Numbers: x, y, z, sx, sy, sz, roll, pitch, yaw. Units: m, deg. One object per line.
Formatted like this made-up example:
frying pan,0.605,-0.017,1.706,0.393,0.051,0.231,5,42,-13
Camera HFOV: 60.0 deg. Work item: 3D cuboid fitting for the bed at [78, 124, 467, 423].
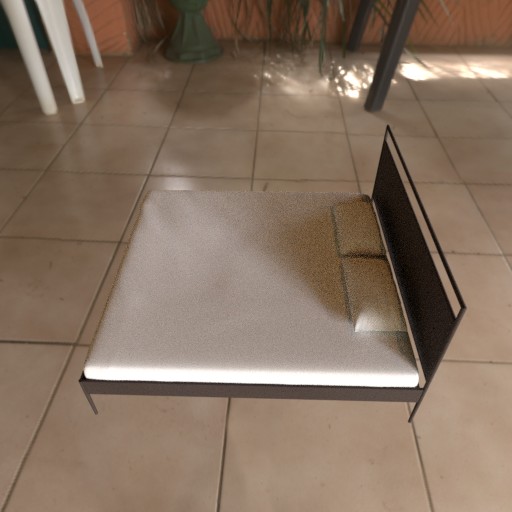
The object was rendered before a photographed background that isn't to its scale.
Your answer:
bed,0.000,0.000,3.339,2.151,1.173,1.993,1,42,1
